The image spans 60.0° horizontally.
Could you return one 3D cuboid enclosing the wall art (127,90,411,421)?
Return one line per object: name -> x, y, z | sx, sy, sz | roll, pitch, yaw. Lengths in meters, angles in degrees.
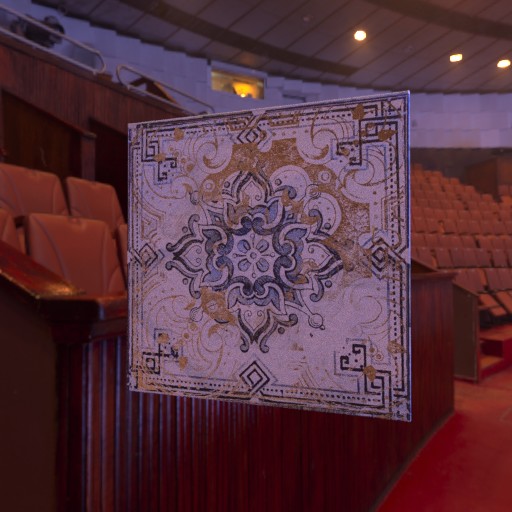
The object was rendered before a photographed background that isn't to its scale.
wall art -> 0.000, 0.000, 0.926 | 0.609, 0.607, 0.036 | 0, -1, 19
